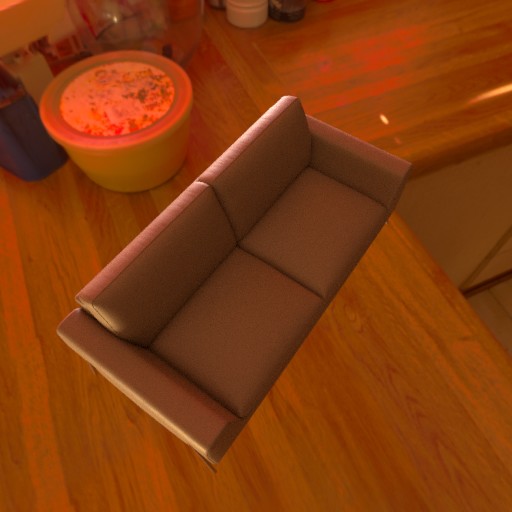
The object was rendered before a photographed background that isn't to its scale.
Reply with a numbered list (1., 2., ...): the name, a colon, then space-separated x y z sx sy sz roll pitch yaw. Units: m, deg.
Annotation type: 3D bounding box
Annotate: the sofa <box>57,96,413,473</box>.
1. sofa: 0.000 0.000 2.548 0.953 0.875 2.017 31 63 18
